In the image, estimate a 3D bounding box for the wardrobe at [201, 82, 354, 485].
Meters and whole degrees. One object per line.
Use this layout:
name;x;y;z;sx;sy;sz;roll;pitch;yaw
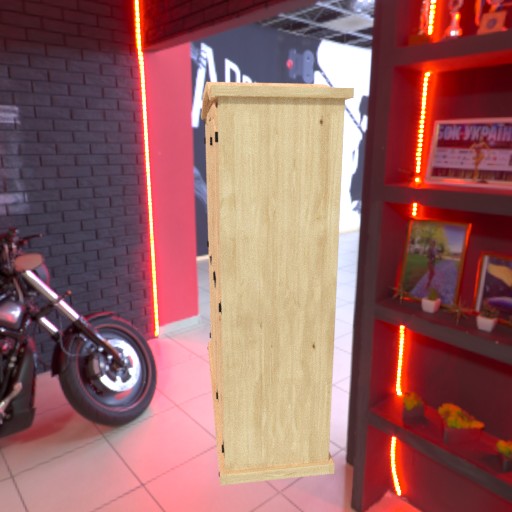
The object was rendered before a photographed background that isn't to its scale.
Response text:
wardrobe;0.000;0.000;2.646;0.570;1.870;1.500;-2;14;-8
